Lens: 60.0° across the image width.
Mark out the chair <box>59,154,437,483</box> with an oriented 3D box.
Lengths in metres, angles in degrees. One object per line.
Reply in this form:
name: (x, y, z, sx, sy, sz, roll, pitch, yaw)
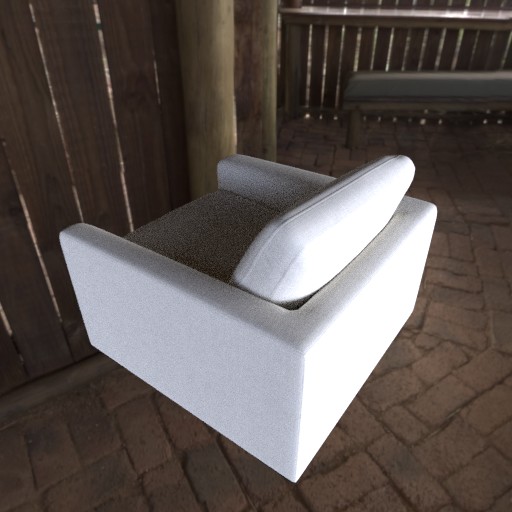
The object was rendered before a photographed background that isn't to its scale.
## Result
chair: (0.000, 0.000, 1.838, 1.100, 0.876, 1.070, 22, 39, 30)
